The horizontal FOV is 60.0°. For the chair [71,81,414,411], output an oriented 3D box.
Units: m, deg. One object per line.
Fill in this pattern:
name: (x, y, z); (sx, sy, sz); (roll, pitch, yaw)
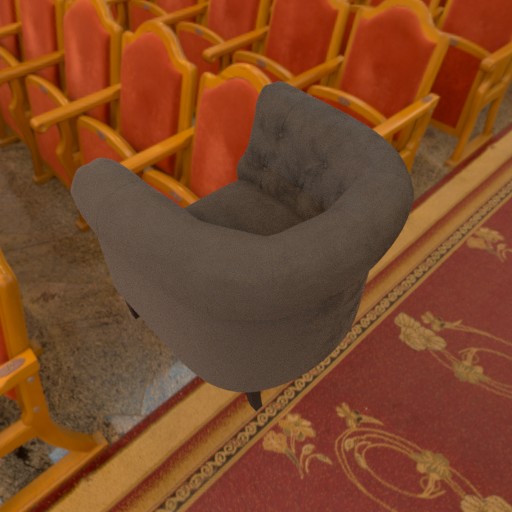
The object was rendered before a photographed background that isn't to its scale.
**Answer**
chair: (0.000, 0.000, 1.553); (0.904, 0.826, 0.851); (-34, 55, -28)
